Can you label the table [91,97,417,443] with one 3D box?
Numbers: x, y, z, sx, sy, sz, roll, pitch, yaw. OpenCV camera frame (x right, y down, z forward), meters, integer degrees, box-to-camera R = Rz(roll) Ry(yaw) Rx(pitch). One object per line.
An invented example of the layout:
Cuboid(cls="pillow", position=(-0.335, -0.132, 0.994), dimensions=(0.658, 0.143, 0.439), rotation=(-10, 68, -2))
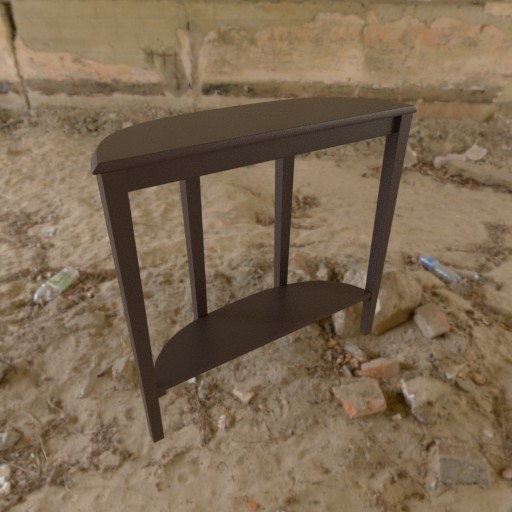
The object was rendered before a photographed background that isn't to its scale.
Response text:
Cuboid(cls="table", position=(0.000, 0.000, 1.343), dimensions=(0.909, 0.831, 0.274), rotation=(-19, 36, -28))
